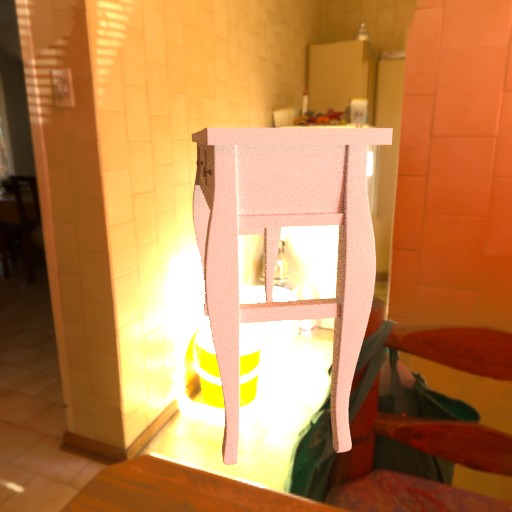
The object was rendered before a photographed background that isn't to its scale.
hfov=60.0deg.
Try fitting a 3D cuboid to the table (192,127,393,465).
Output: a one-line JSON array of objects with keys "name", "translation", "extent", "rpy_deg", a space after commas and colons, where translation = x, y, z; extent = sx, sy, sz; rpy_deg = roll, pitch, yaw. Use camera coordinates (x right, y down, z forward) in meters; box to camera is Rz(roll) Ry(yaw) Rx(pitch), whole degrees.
[{"name": "table", "translation": [0.000, 0.000, 1.426], "extent": [0.373, 0.768, 1.062], "rpy_deg": [-2, 15, -9]}]
